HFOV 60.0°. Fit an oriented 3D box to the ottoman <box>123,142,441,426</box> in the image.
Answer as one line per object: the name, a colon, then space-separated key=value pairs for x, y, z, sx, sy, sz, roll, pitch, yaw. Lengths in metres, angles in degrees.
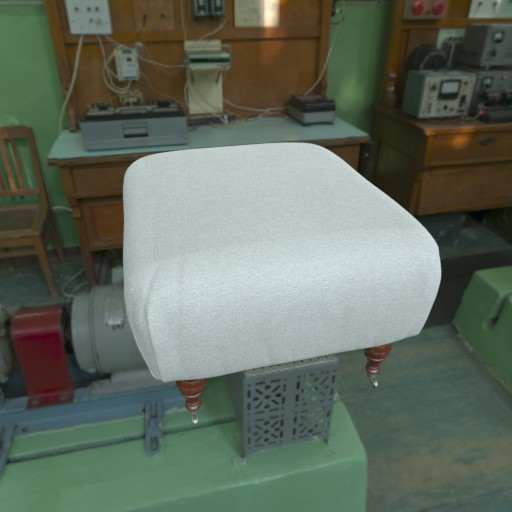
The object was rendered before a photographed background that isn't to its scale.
ottoman: x=0.000 y=0.000 z=1.168 sx=0.639 sy=0.450 sz=0.746 roll=-8 pitch=32 yaw=-12
